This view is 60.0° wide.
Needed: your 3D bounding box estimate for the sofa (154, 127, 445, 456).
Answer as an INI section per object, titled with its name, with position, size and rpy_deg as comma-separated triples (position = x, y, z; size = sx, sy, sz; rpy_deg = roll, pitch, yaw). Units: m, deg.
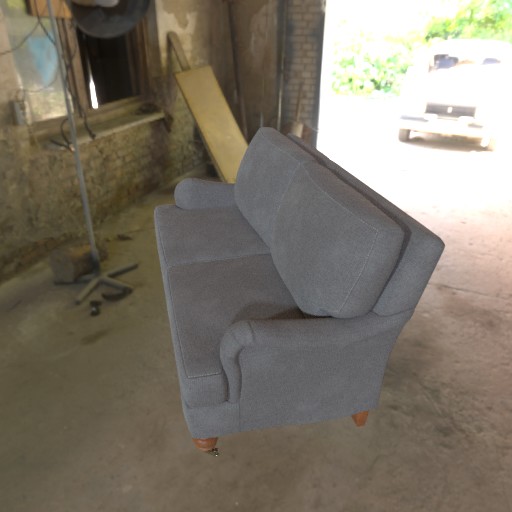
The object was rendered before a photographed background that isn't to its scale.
[sofa]
position = 0.000, 0.000, 2.576
size = 1.084, 1.101, 1.853
rpy_deg = -7, 30, -13
